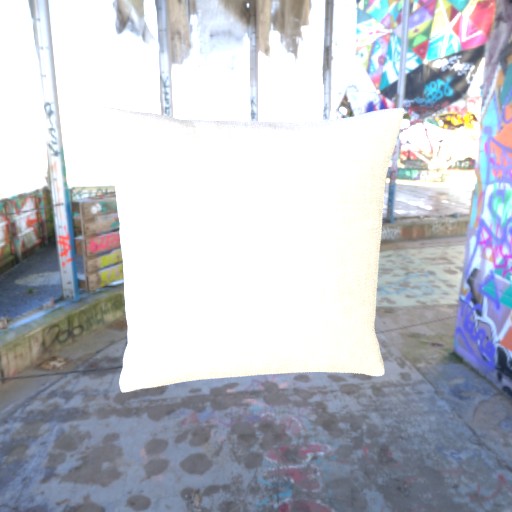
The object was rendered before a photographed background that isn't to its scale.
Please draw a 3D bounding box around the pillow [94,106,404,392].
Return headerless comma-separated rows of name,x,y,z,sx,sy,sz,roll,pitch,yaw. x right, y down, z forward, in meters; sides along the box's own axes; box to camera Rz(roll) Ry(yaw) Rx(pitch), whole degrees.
pillow,0.000,0.000,0.792,0.517,0.508,0.158,-2,14,-7
